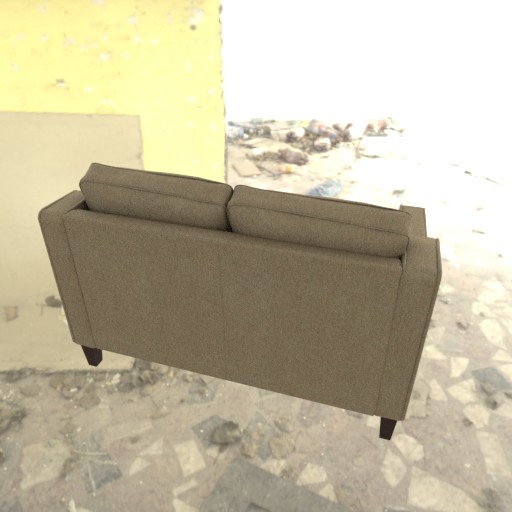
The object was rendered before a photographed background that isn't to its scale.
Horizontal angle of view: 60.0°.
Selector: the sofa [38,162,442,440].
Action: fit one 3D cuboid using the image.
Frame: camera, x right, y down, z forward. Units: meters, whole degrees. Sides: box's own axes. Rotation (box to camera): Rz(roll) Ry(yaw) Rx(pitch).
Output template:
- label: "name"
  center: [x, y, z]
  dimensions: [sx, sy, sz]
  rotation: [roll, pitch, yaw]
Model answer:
- label: "sofa"
  center: [0.000, 0.000, 2.116]
  dimensions: [1.503, 0.981, 0.985]
  rotation: [9, 32, 15]
